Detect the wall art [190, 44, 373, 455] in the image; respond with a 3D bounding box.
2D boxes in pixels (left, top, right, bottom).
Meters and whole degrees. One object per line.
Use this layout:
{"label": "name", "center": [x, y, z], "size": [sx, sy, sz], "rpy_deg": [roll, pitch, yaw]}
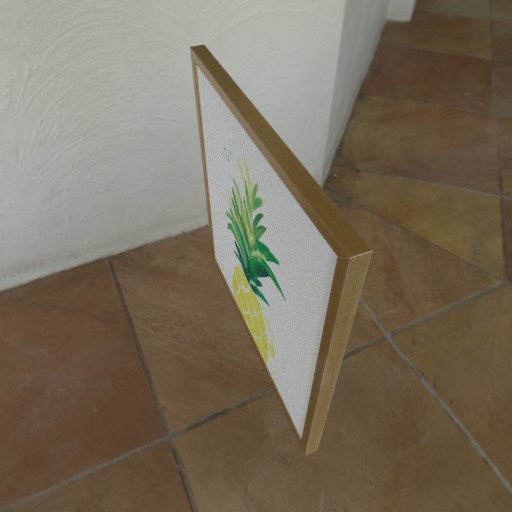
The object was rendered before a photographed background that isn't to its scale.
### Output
{"label": "wall art", "center": [0.000, 0.000, 1.126], "size": [0.037, 0.760, 0.762], "rpy_deg": [-17, 49, -15]}
